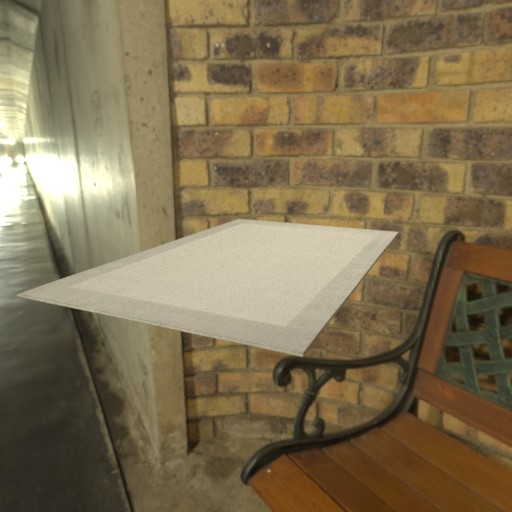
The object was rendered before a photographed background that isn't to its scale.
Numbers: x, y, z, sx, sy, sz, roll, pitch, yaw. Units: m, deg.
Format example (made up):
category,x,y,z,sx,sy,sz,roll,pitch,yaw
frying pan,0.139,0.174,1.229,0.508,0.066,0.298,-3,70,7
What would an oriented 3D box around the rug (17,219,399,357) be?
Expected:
category,x,y,z,sx,sy,sz,roll,pitch,yaw
rug,0.000,0.000,2.982,1.524,0.014,2.438,7,16,24
